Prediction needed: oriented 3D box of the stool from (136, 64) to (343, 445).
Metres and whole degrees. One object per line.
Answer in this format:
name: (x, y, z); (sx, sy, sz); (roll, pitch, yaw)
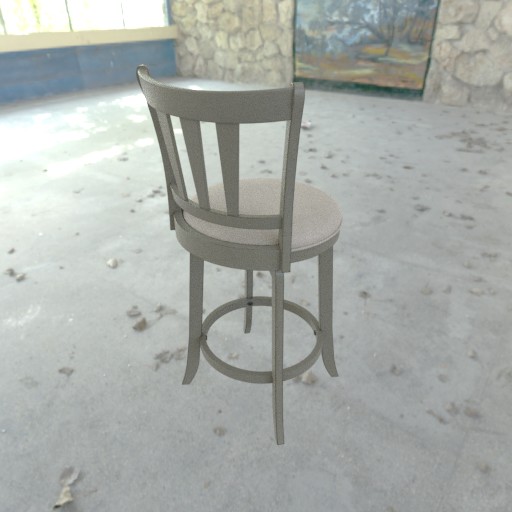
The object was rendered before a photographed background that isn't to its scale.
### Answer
stool: (0.000, 0.000, 1.249); (0.450, 0.994, 0.486); (21, 36, 31)
